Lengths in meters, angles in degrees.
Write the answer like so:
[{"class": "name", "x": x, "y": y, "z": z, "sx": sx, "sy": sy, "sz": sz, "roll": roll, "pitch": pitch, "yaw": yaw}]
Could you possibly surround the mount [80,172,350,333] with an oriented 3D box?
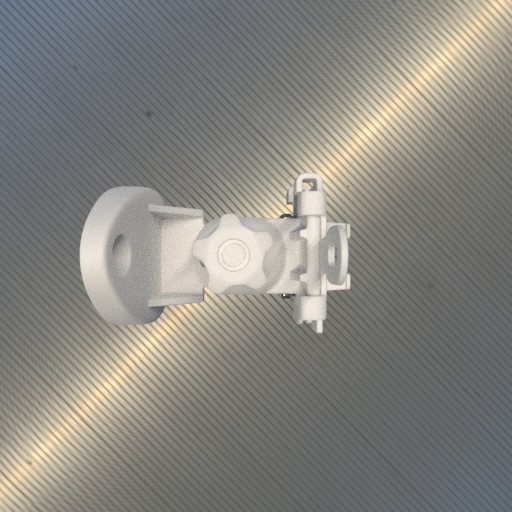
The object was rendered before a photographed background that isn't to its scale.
[{"class": "mount", "x": 0.000, "y": 0.000, "z": 0.177, "sx": 0.100, "sy": 0.118, "sz": 0.066, "roll": 0, "pitch": 90, "yaw": -2}]
